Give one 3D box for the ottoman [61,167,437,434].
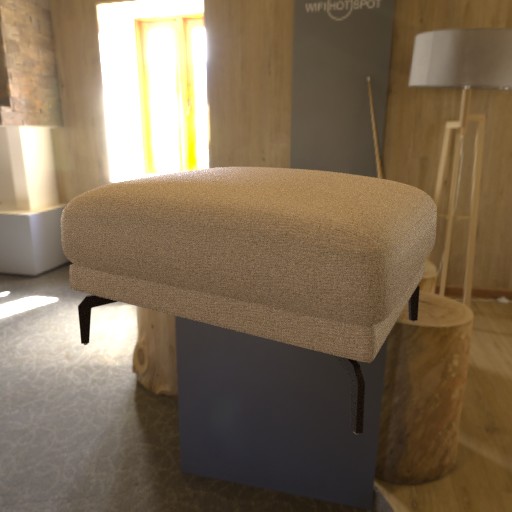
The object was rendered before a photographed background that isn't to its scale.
[{"bbox_3d":[0.000,0.000,1.092,0.772,0.420,0.568,9,18,28],"label":"ottoman"}]
